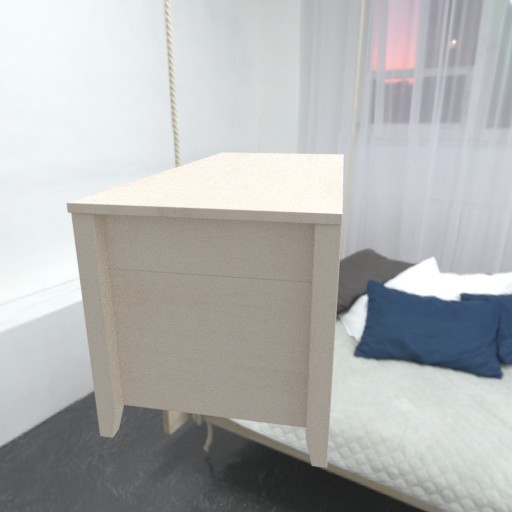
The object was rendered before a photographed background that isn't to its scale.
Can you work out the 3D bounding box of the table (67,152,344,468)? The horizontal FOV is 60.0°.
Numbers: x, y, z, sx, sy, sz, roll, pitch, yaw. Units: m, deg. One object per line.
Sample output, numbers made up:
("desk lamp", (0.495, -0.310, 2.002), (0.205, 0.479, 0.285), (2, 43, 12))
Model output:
("table", (0.000, 0.000, 1.254), (0.457, 0.483, 1.016), (3, 18, 10))
